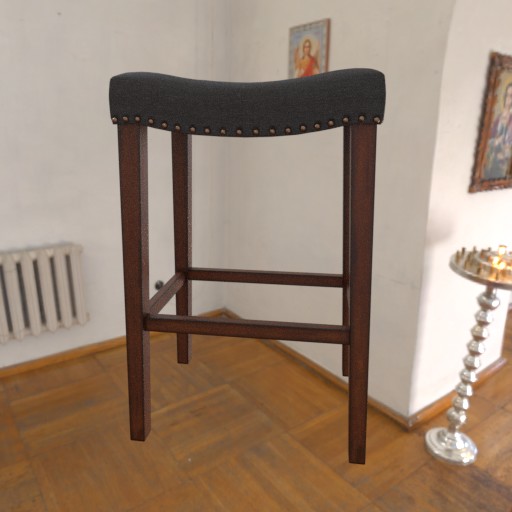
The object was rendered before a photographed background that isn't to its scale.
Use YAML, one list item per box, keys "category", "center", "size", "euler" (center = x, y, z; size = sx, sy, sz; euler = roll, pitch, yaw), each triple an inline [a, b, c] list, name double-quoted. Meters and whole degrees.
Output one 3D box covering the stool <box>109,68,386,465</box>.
- category: "stool"
  center: [0.000, 0.000, 1.000]
  size: [0.502, 0.760, 0.366]
  euler: [2, 17, 8]
